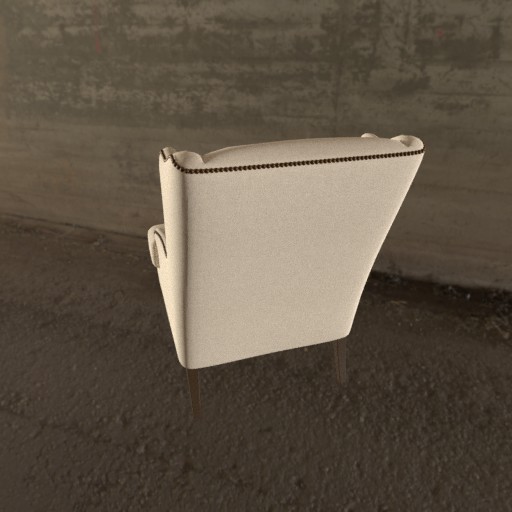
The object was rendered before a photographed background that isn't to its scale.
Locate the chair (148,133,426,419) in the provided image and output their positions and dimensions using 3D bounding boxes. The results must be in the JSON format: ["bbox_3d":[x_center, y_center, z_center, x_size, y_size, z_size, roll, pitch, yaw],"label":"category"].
[{"bbox_3d":[0.000,0.000,1.682,0.737,1.029,0.940,-8,28,-16],"label":"chair"}]
